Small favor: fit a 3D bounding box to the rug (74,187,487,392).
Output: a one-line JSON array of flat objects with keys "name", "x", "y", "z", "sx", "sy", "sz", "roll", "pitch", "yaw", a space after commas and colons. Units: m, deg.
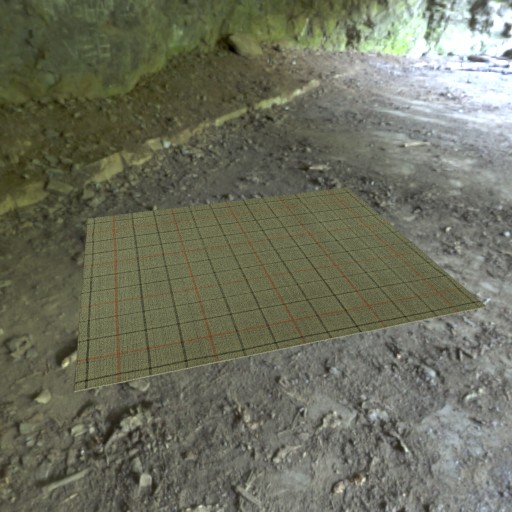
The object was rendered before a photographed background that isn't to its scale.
[{"name": "rug", "x": 0.000, "y": 0.000, "z": 4.092, "sx": 3.048, "sy": 0.012, "sz": 2.444, "roll": -9, "pitch": 33, "yaw": -14}]
